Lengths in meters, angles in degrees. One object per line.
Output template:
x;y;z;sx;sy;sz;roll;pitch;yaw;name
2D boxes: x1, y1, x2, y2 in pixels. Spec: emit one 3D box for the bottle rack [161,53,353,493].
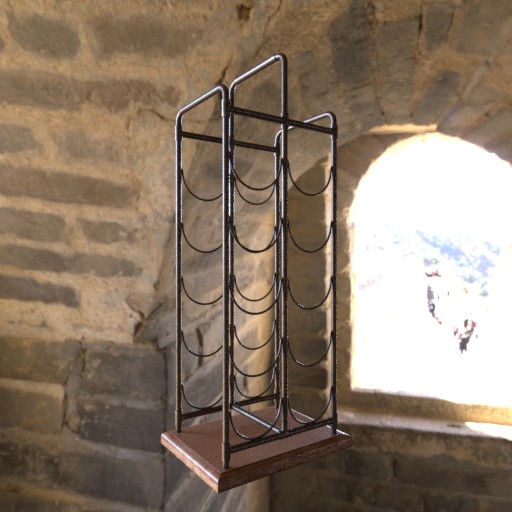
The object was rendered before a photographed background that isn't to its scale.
0.000;0.000;0.796;0.276;0.680;0.208;0;0;-35;bottle rack
